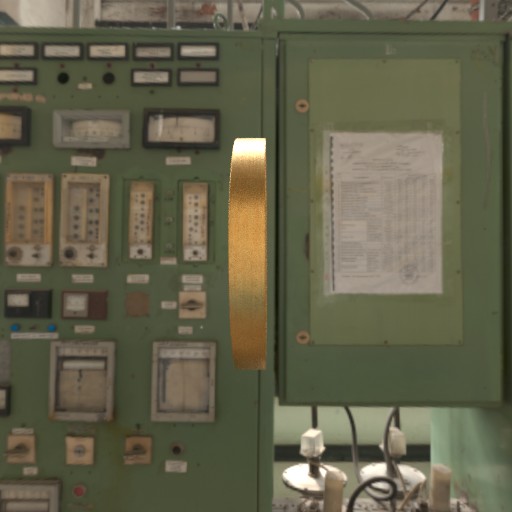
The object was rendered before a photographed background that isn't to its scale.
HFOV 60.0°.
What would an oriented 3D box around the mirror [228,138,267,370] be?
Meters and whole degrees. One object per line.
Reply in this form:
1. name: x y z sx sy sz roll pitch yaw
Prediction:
1. mirror: 0.000 0.000 0.666 0.032 0.254 0.584 0 -1 2
